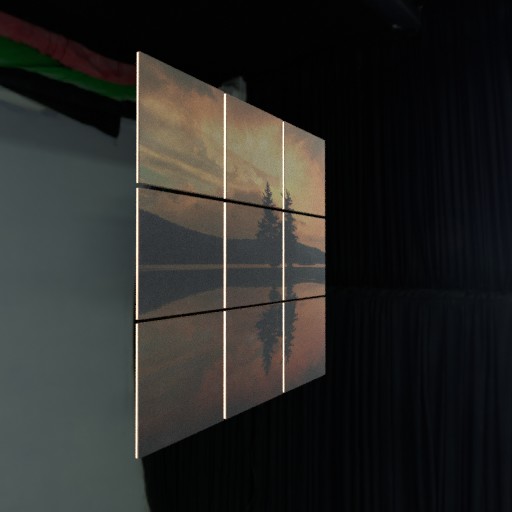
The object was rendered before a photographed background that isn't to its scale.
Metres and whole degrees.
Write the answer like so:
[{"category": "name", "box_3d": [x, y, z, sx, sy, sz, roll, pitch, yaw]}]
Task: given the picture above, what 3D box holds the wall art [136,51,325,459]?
[{"category": "wall art", "box_3d": [0.000, 0.000, 1.821, 0.013, 1.218, 1.216, 0, -1, 36]}]
